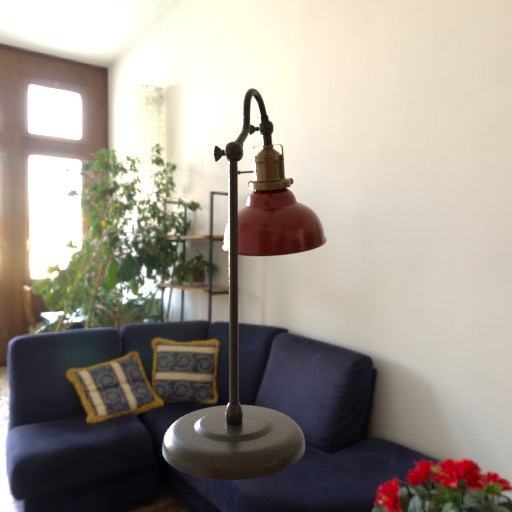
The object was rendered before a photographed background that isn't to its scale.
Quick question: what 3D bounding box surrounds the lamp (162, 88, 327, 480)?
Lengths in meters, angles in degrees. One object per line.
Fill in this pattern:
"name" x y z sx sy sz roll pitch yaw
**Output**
"lamp" 0.000 0.000 0.685 0.192 0.508 0.374 0 1 19
